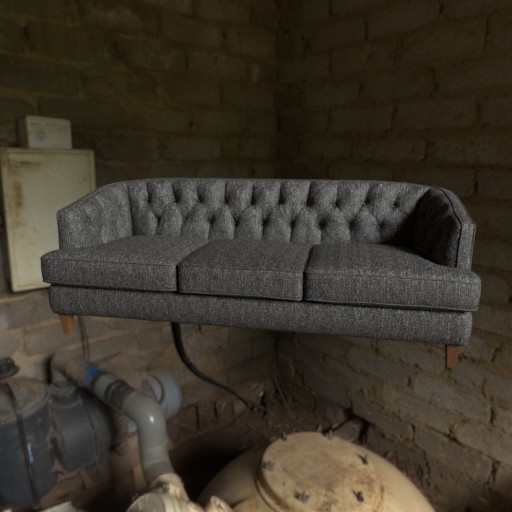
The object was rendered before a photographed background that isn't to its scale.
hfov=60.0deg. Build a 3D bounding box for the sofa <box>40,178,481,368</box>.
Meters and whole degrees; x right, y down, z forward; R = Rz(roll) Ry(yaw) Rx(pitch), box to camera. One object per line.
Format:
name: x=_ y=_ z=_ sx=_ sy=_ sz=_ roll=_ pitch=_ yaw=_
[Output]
sofa: x=0.000 y=0.000 z=2.636 sx=2.278 sy=0.855 sz=0.941 roll=3 pitch=14 yaw=11
